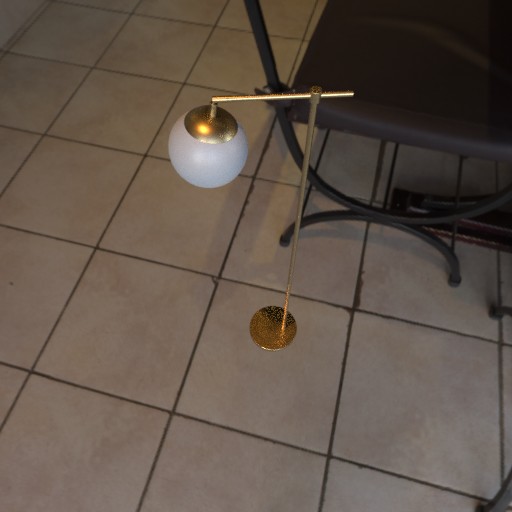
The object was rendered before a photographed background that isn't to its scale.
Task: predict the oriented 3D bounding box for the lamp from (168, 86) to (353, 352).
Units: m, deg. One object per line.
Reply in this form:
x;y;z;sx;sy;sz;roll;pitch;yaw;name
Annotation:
0.000;0.000;1.706;0.476;1.505;0.249;-3;59;-2;lamp
